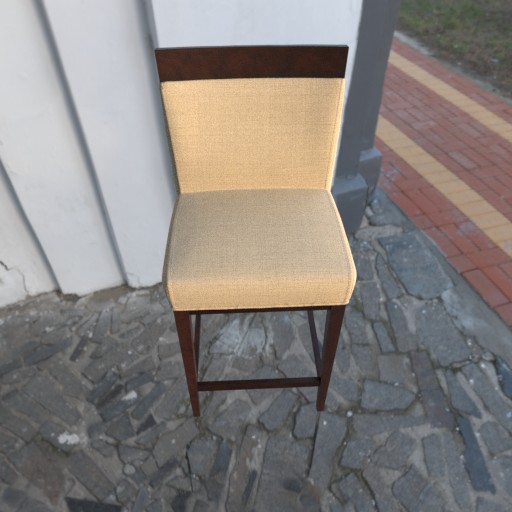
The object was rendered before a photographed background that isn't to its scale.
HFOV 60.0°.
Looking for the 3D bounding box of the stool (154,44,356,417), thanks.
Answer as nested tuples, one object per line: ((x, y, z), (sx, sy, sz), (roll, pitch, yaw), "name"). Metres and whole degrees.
((0.000, 0.000, 1.402), (0.511, 1.117, 0.531), (-2, 45, -2), "stool")
